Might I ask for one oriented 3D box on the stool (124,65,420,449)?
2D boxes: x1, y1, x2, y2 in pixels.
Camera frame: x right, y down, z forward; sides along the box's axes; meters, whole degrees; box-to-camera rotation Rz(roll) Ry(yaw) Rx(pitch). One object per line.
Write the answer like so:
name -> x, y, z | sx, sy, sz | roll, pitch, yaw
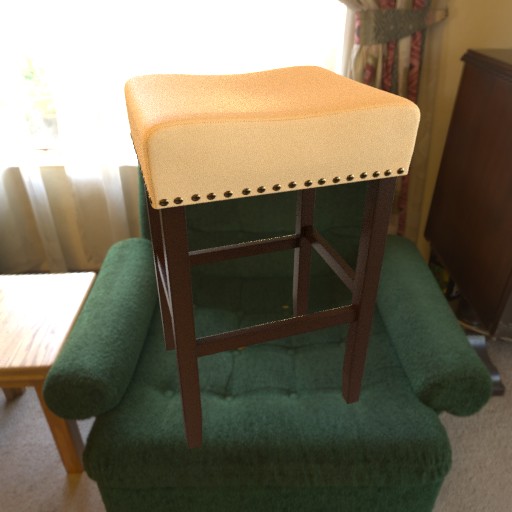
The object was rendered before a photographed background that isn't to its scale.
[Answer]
stool -> 0.000, 0.000, 1.038 | 0.471, 0.762, 0.401 | -10, 33, -15
